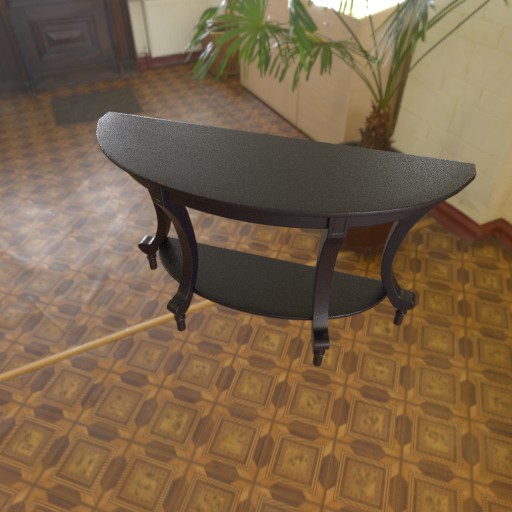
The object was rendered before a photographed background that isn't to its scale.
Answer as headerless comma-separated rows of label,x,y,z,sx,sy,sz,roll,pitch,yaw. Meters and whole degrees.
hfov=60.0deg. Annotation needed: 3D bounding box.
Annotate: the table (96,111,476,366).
table,0.000,0.000,1.496,1.198,0.692,0.394,12,43,13
